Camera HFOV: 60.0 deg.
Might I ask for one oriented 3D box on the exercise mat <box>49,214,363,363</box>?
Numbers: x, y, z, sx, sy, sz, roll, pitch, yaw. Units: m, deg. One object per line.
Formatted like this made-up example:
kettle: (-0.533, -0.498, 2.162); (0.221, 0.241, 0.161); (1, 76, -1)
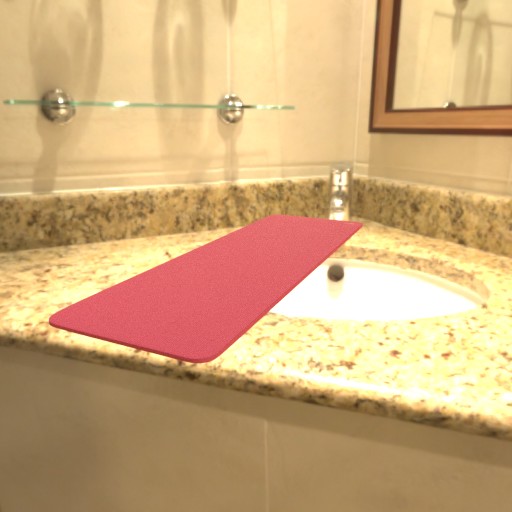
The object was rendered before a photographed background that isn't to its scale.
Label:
exercise mat: (0.000, 0.000, 2.094); (0.616, 0.021, 1.884); (8, 19, 24)
